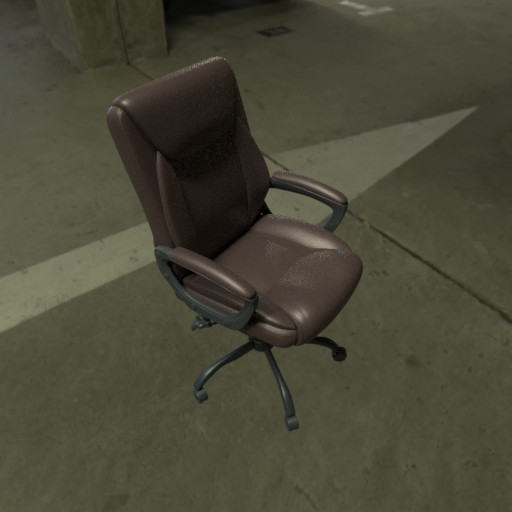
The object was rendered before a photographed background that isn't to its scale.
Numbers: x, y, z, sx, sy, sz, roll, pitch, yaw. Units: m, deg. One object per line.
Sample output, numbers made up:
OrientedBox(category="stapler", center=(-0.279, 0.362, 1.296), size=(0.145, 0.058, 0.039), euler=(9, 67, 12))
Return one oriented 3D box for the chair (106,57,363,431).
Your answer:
OrientedBox(category="chair", center=(0.000, 0.000, 1.458), size=(0.655, 1.072, 0.615), euler=(25, 47, 26))
